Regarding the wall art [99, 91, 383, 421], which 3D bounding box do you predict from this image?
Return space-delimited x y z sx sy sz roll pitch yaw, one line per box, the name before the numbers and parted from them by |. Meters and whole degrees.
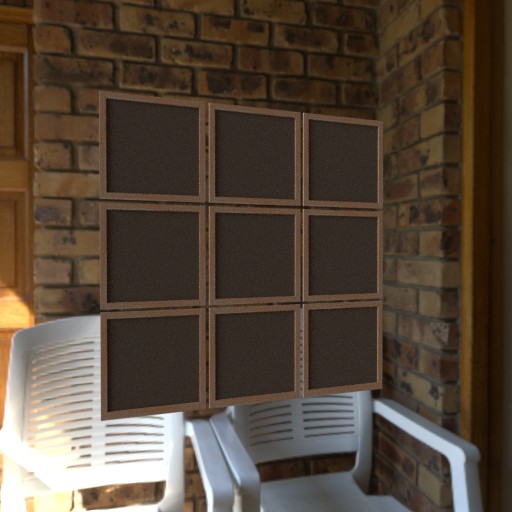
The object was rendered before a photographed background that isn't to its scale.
wall art | 0.000 0.000 2.291 1.520 1.525 0.013 0 1 -19
